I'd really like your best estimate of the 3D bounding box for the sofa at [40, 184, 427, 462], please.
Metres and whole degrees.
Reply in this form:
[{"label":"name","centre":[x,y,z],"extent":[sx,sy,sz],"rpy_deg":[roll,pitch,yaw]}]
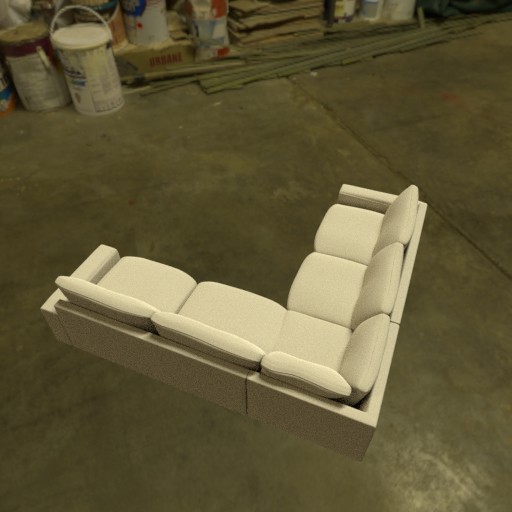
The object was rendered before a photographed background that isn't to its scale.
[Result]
[{"label":"sofa","centre":[0.000,0.000,4.858],"extent":[3.206,0.918,3.066],"rpy_deg":[16,48,16]}]
